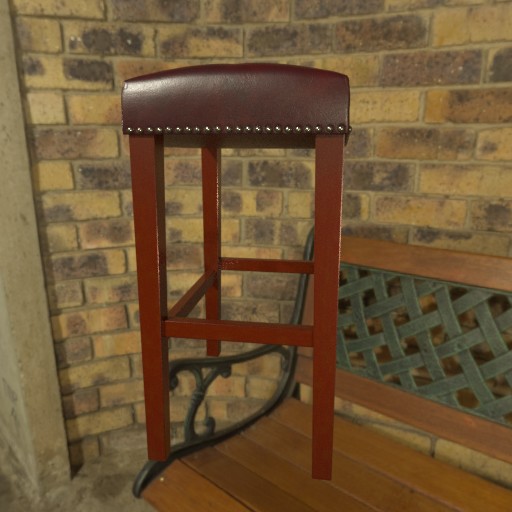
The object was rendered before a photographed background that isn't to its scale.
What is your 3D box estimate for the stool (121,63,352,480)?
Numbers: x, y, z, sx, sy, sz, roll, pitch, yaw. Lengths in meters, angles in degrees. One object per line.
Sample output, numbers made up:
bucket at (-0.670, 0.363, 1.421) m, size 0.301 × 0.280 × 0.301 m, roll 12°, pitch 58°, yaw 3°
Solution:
stool at (0.000, 0.000, 0.998) m, size 0.372 × 0.742 × 0.504 m, roll 2°, pitch 15°, yaw 9°
